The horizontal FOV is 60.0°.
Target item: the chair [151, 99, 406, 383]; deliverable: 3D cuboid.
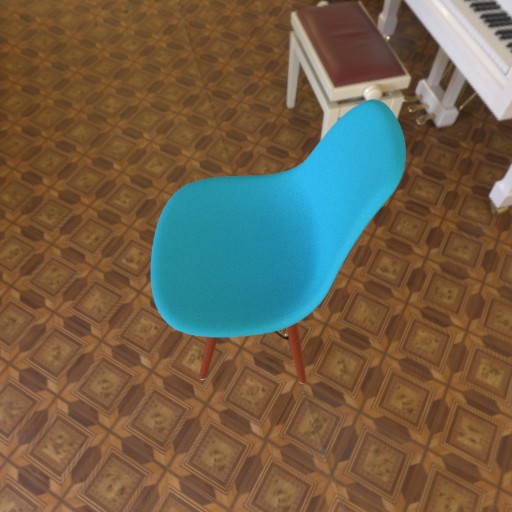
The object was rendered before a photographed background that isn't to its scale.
[{"bbox_3d":[0.000,0.000,1.151,0.533,0.826,0.470,-2,59,-1],"label":"chair"}]
